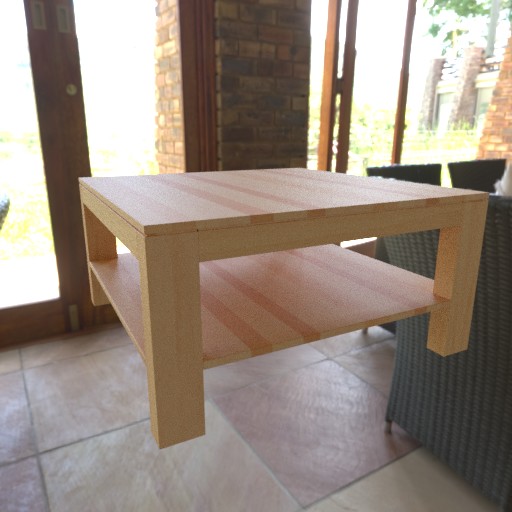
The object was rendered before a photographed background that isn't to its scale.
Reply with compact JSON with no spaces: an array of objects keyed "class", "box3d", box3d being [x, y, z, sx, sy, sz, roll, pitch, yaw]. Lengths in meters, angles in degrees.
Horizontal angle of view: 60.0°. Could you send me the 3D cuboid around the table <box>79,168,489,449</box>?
[{"class":"table","box3d":[0.000,0.000,1.395,0.900,0.450,0.900,-8,18,-27]}]
